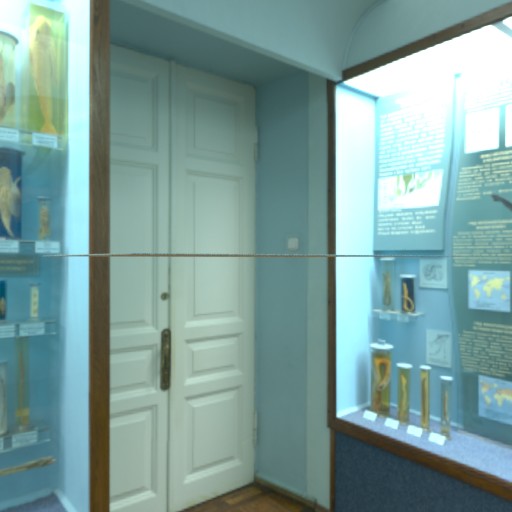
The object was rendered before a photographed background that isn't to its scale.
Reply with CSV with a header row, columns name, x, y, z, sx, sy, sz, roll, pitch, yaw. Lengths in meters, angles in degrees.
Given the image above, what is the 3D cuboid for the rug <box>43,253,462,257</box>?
name,x,y,z,sx,sy,sz,roll,pitch,yaw
rug,0.000,0.000,3.704,2.895,0.006,1.982,0,0,-36
